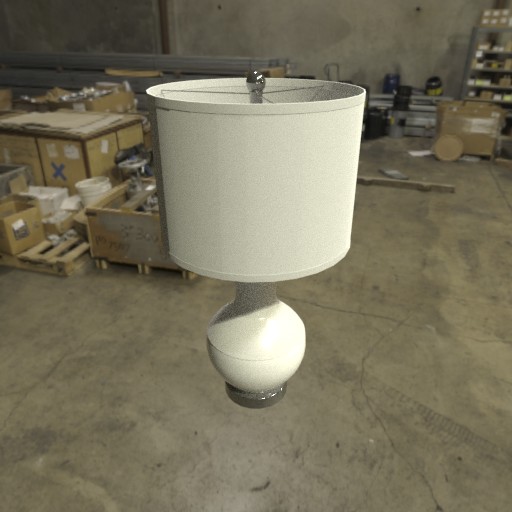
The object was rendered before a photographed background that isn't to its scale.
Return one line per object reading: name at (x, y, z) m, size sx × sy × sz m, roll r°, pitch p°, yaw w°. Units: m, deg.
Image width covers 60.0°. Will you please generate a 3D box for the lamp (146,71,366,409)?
lamp at (0.000, 0.000, 0.873) m, size 0.357 × 0.673 × 0.357 m, roll 8°, pitch 28°, yaw 15°
